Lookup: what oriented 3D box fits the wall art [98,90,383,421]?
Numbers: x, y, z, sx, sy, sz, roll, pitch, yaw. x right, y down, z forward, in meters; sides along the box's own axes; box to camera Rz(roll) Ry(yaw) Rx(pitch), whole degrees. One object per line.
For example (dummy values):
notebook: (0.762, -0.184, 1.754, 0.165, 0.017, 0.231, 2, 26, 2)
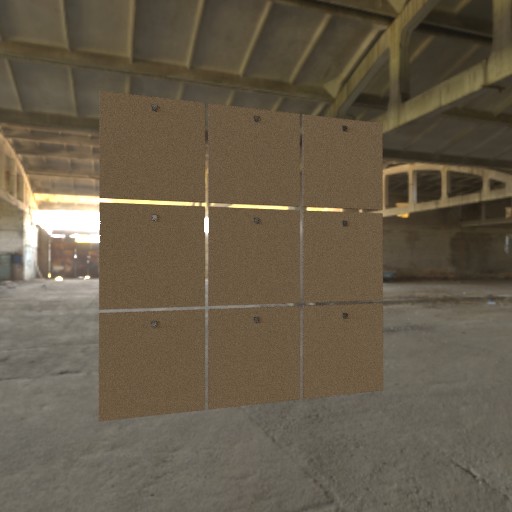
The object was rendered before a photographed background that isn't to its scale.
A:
wall art: (0.000, 0.000, 1.829, 1.221, 1.218, 0.019, 0, -1, -19)
